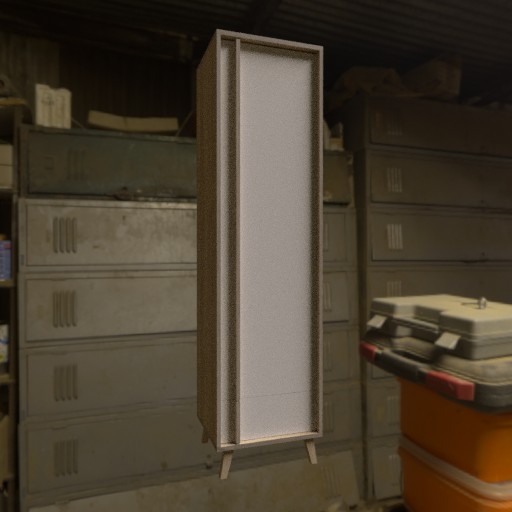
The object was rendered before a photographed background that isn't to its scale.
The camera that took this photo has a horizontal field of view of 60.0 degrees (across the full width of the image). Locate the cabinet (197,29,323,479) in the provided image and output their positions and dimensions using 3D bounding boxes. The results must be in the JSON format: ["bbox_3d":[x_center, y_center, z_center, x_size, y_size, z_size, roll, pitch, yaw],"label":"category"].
[{"bbox_3d":[0.000,0.000,2.212,0.510,1.960,0.450,0,0,-19],"label":"cabinet"}]
